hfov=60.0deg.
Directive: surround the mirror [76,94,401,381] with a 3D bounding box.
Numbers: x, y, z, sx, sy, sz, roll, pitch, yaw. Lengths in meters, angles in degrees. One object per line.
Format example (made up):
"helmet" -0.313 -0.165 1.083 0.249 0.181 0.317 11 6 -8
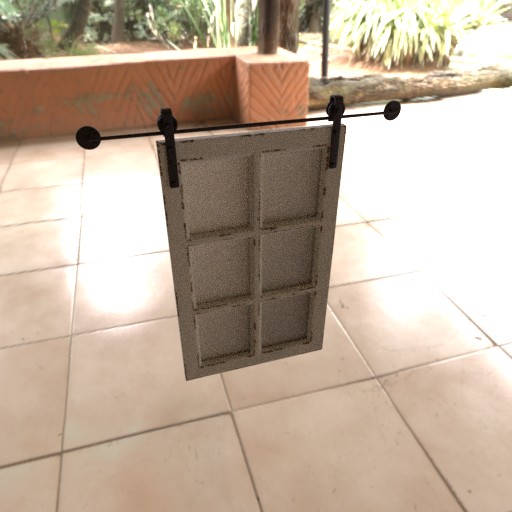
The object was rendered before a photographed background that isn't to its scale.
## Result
"mirror" 0.000 0.000 1.247 0.808 0.844 0.037 -10 34 -15
